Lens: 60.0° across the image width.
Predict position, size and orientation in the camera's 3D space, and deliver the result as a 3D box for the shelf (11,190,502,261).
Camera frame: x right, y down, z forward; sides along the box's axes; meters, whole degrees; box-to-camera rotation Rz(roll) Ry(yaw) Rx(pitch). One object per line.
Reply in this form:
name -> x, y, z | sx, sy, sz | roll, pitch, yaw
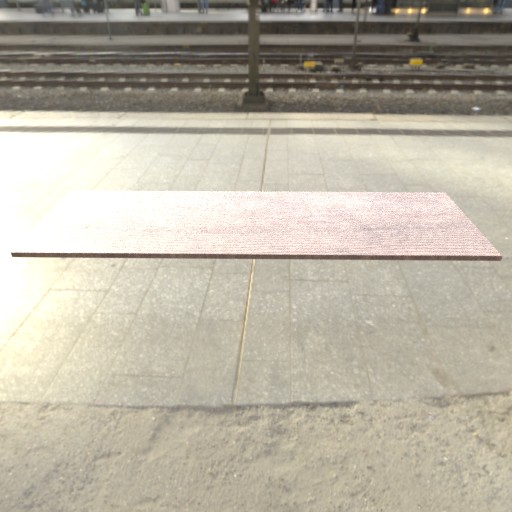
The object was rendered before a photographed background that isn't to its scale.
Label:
shelf -> 0.000, 0.000, 0.667 | 0.610, 0.125, 0.200 | 0, 31, 1
